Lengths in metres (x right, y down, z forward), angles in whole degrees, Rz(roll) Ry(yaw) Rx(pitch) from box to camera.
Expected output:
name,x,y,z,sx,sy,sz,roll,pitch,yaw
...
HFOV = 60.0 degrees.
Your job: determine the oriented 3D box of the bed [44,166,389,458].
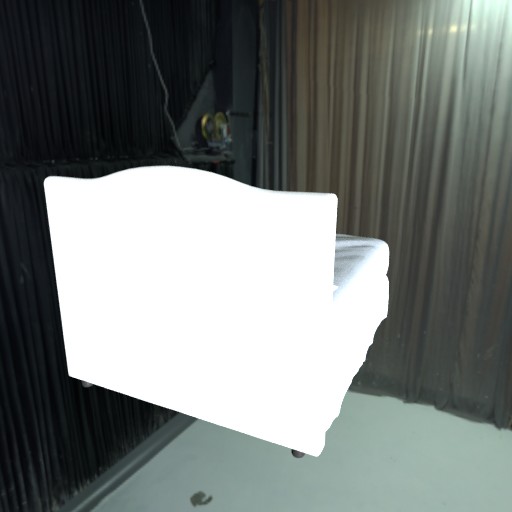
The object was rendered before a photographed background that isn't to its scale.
name,x,y,z,sx,sy,sz,roll,pitch,yaw
bed,0.000,0.000,3.308,1.753,1.460,2.143,8,18,25
